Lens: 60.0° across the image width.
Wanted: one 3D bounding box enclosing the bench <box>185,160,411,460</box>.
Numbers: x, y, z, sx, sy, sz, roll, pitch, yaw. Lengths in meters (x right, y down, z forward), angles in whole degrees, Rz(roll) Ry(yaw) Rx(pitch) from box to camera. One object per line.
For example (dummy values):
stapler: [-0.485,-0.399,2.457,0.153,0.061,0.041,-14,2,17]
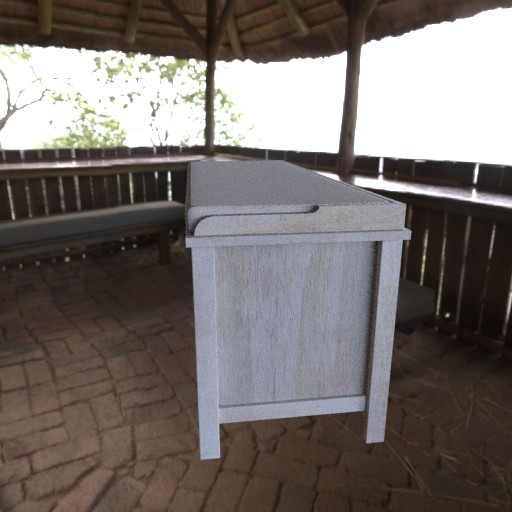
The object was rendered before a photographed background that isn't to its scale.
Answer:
bench: [0.000,0.000,1.361,0.398,0.501,1.140,-2,16,-8]
